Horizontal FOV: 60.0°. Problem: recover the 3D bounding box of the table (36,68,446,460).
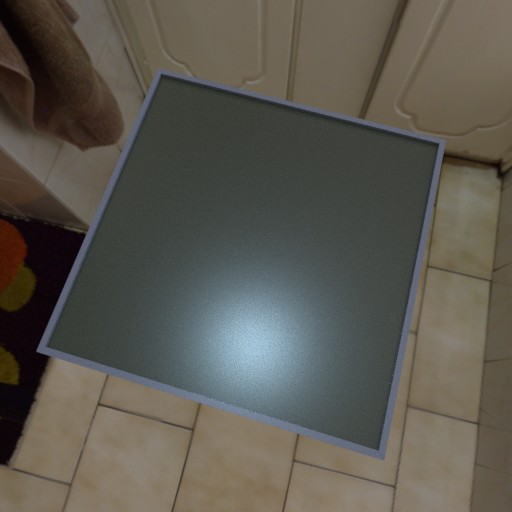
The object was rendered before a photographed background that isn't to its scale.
[{"bbox_3d":[0.000,0.000,1.224,0.801,0.299,0.801,16,74,5],"label":"table"}]
